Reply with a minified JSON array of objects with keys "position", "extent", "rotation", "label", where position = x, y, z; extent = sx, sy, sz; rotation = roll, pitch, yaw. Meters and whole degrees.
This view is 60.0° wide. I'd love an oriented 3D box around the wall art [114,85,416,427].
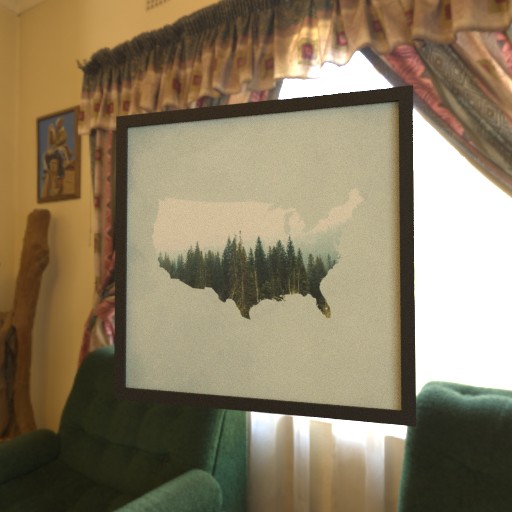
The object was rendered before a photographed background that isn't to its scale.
[{"position":[0.000,0.000,0.453],"extent":[0.304,0.304,0.038],"rotation":[0,-2,16],"label":"wall art"}]
